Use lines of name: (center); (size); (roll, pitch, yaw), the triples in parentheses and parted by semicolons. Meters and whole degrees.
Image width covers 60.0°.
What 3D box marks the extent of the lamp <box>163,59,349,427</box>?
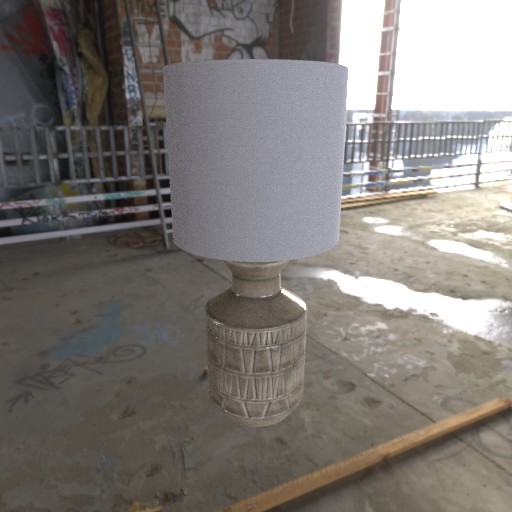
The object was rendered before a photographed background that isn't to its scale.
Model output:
lamp: (0.000, 0.000, 0.583); (0.211, 0.455, 0.211); (-3, 18, -10)
